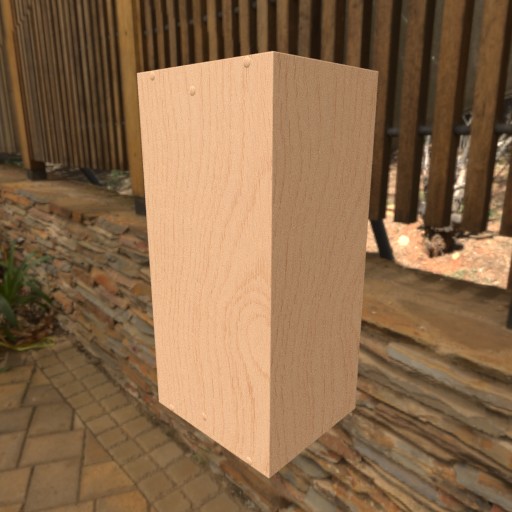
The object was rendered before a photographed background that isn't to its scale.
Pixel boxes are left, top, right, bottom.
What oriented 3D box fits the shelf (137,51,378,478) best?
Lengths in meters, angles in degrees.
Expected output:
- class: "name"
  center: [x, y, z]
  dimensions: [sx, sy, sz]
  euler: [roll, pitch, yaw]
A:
- class: "shelf"
  center: [0.000, 0.000, 0.778]
  dimensions: [0.290, 0.600, 0.250]
  euler: [14, 21, 42]
